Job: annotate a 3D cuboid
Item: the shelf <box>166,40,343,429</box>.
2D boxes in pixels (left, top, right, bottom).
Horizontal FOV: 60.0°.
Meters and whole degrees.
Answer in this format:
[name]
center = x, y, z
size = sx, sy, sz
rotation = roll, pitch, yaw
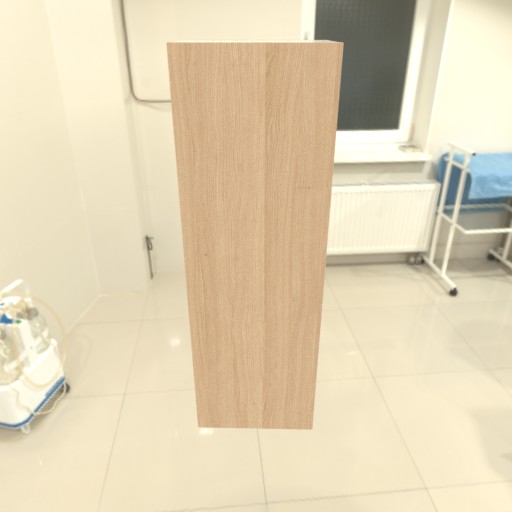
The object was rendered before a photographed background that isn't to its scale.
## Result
[shelf]
center = 0.000, 0.000, 1.011
size = 0.290, 0.882, 0.197
rotation = 1, 27, 1
